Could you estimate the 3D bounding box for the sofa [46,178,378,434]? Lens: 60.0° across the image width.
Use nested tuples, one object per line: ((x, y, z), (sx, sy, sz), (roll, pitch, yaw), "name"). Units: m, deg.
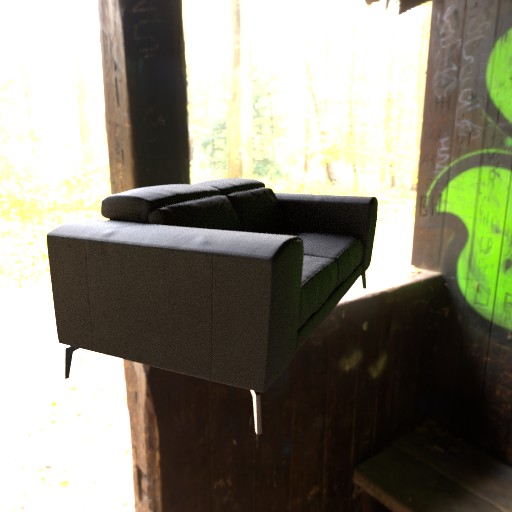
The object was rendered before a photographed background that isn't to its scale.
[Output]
((0.000, 0.000, 2.426), (1.003, 0.779, 1.895), (6, 15, 24), "sofa")
